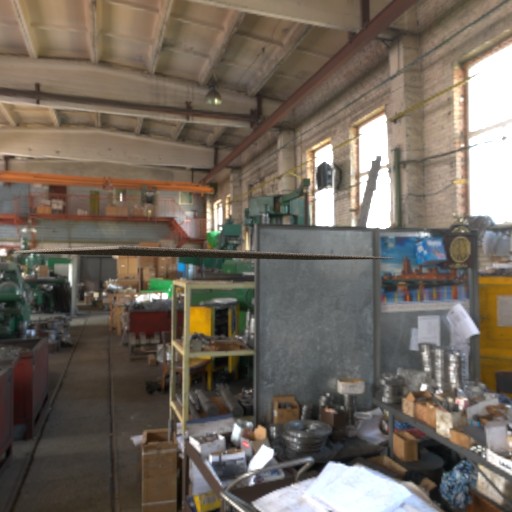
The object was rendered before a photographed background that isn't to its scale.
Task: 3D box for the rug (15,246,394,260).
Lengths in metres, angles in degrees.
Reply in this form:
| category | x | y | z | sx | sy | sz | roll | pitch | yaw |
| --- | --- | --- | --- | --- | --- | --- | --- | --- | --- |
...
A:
| category | x | y | z | sx | sy | sz | roll | pitch | yaw |
| --- | --- | --- | --- | --- | --- | --- | --- | --- | --- |
| rug | 0.000 | 0.000 | 2.648 | 0.769 | 0.012 | 2.448 | -1 | -2 | 38 |
